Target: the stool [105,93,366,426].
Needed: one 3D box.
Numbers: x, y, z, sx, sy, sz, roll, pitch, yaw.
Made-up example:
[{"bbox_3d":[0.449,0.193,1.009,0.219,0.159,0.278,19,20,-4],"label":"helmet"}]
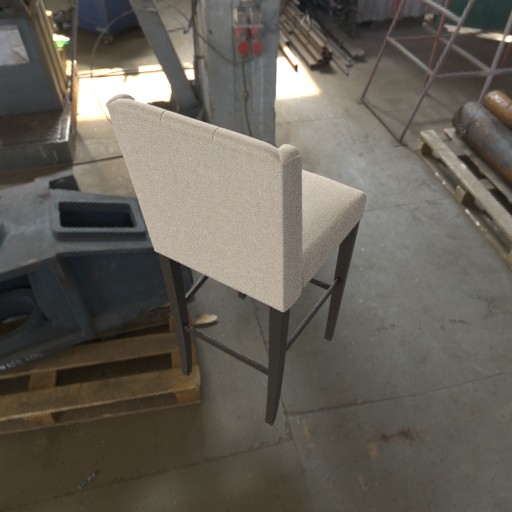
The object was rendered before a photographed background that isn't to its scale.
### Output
[{"bbox_3d":[0.000,0.000,1.370,0.474,1.116,0.509,23,49,22],"label":"stool"}]
